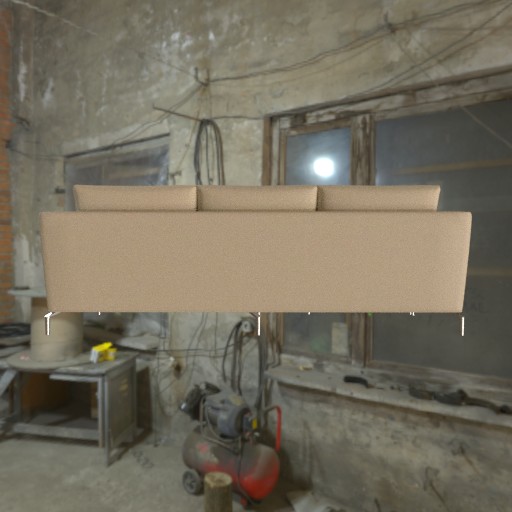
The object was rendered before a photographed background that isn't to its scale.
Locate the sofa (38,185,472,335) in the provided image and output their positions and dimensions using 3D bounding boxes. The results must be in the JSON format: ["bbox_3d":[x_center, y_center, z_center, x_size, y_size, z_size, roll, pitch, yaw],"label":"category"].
[{"bbox_3d":[0.000,0.000,3.674,2.448,0.867,2.430,0,1,0],"label":"sofa"}]
